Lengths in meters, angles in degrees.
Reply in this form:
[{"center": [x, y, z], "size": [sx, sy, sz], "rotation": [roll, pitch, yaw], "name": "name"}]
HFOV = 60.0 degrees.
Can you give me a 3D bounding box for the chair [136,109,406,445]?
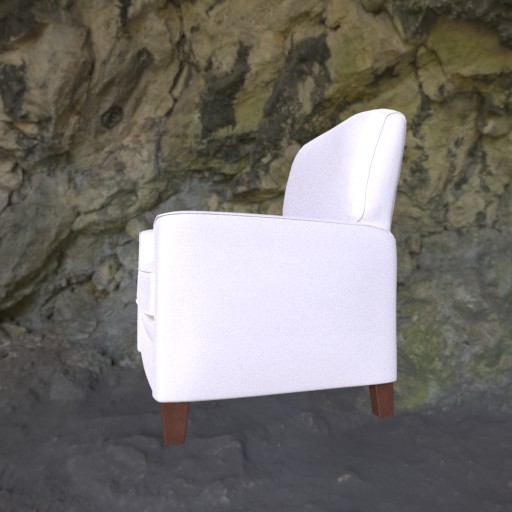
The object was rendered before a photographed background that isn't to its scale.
[{"center": [0.000, 0.000, 1.666], "size": [0.858, 1.028, 0.841], "rotation": [0, -1, -18], "name": "chair"}]
